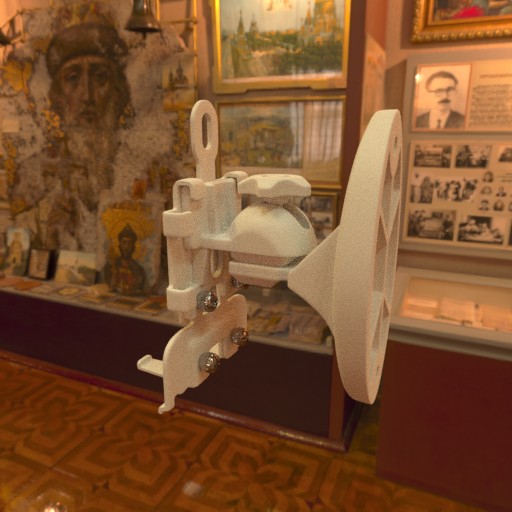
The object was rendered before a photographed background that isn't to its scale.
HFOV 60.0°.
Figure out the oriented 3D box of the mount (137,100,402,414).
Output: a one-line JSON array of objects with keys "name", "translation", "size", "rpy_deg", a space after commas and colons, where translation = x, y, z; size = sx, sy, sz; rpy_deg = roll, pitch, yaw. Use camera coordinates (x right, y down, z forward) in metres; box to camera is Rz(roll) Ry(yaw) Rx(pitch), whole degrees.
[{"name": "mount", "translation": [0.000, 0.000, 0.175], "size": [0.100, 0.118, 0.066], "rpy_deg": [7, 17, 25]}]
